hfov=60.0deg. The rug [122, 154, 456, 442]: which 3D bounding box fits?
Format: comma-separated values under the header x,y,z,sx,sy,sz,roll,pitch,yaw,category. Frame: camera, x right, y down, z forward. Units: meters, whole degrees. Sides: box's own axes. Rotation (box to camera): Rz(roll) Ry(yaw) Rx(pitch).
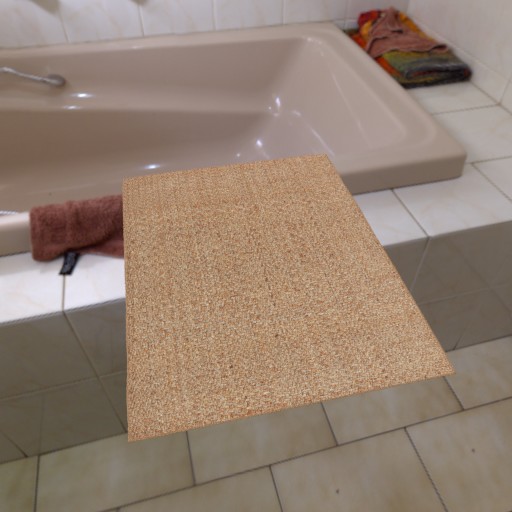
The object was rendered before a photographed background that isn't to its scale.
x,y,z,sx,sy,sz,roll,pitch,yaw,category
0.000,0.000,4.180,2.439,0.013,3.048,-9,47,-9,rug
